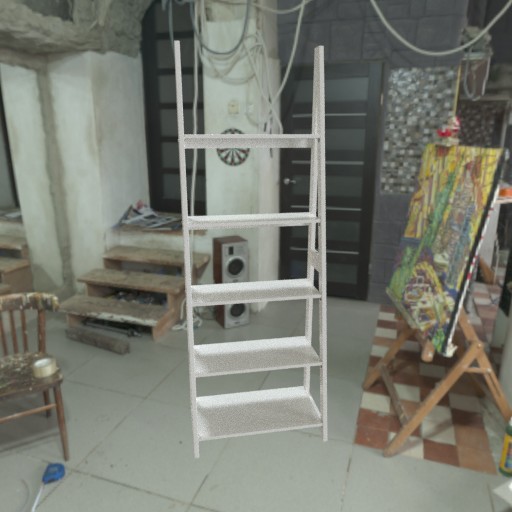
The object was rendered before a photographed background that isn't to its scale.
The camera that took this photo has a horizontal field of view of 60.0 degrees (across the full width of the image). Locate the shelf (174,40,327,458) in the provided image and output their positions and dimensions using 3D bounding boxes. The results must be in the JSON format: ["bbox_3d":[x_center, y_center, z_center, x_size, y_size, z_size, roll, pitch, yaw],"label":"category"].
[{"bbox_3d":[0.000,0.000,1.984,0.636,1.779,0.341,-3,16,-10],"label":"shelf"}]
